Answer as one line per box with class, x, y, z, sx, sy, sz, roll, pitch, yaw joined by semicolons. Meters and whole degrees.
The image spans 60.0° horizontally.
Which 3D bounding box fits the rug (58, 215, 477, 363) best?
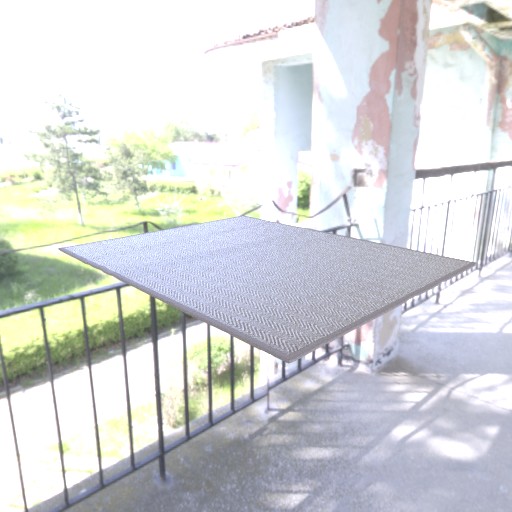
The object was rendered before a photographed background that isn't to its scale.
rug;0.000;0.000;4.055;2.434;0.032;3.007;-15;22;-42
